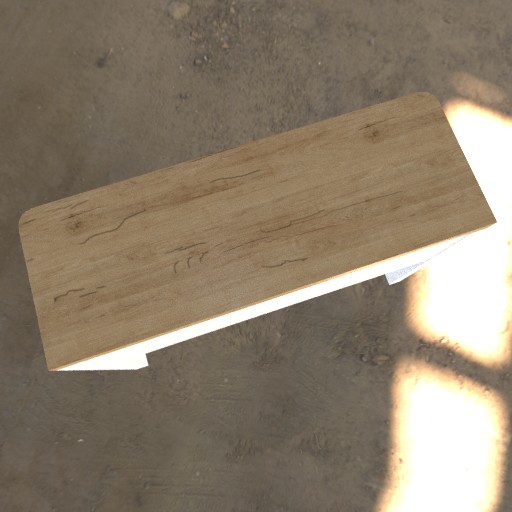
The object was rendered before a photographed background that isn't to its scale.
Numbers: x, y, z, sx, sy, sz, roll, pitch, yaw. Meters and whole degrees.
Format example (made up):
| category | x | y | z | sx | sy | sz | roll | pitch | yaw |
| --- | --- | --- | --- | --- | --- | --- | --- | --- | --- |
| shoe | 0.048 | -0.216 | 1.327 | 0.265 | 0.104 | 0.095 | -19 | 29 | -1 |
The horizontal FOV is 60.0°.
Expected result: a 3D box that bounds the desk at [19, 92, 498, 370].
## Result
| category | x | y | z | sx | sy | sz | roll | pitch | yaw |
| --- | --- | --- | --- | --- | --- | --- | --- | --- | --- |
| desk | 0.000 | 0.000 | 1.440 | 1.100 | 0.760 | 0.390 | -18 | 77 | -4 |
